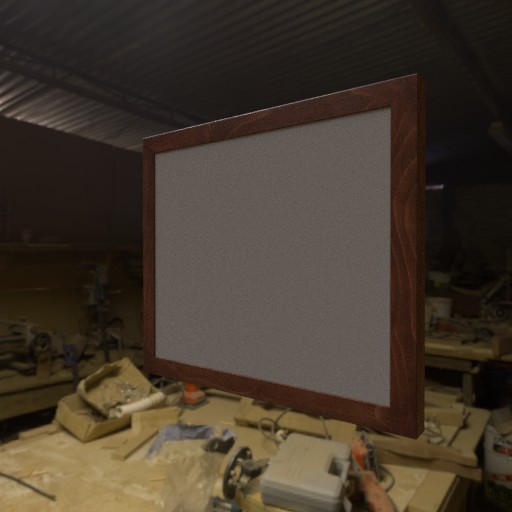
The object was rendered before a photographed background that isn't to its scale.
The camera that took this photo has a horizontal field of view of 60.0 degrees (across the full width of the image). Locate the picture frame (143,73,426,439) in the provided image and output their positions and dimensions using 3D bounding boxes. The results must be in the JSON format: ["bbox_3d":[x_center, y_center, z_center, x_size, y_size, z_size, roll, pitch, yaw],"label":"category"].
[{"bbox_3d":[0.000,0.000,0.523,0.381,0.330,0.025,0,1,37],"label":"picture frame"}]
